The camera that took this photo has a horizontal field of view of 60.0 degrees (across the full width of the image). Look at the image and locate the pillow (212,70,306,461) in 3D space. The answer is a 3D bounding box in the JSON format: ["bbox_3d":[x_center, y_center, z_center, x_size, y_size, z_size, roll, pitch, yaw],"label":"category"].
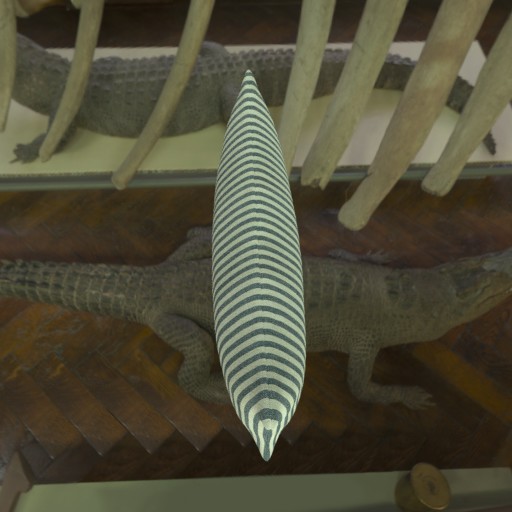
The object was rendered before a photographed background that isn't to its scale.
[{"bbox_3d":[0.000,0.000,0.759,0.151,0.295,0.617,-2,58,-1],"label":"pillow"}]
